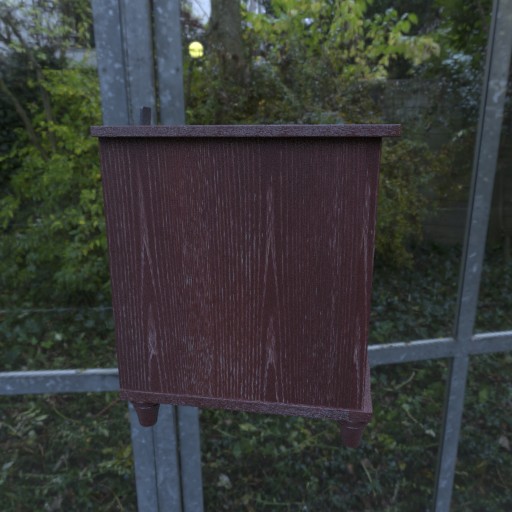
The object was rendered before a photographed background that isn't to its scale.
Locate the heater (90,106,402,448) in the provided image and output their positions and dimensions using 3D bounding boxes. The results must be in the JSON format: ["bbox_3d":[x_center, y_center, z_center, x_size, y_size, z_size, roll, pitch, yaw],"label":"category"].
[{"bbox_3d":[0.000,0.000,0.745,0.400,0.481,0.362,2,15,9],"label":"heater"}]
